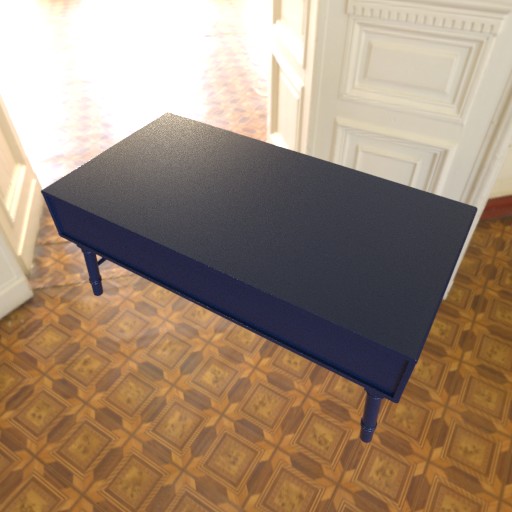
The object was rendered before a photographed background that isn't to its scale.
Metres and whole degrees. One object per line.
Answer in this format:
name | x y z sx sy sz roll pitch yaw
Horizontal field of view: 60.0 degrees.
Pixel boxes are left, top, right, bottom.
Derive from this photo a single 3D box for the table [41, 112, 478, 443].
table | 0.000 0.000 1.376 1.067 0.457 0.572 23 49 22
